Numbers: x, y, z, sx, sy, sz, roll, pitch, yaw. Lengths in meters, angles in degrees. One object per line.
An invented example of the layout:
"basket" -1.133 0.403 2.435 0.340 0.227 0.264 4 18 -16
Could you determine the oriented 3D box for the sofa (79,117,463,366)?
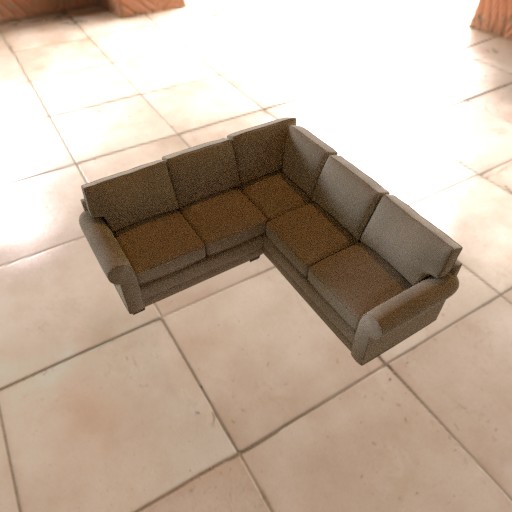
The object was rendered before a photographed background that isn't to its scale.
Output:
"sofa" 0.000 0.000 4.025 2.487 1.054 2.569 -24 50 -22
